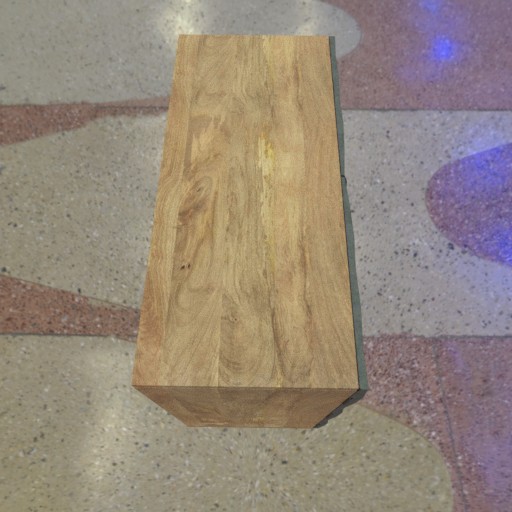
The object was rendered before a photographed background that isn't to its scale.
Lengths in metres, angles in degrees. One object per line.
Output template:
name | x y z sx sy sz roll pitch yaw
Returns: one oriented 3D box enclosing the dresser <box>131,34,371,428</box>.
dresser | 0.000 0.000 1.404 0.446 0.847 0.967 1 64 0
